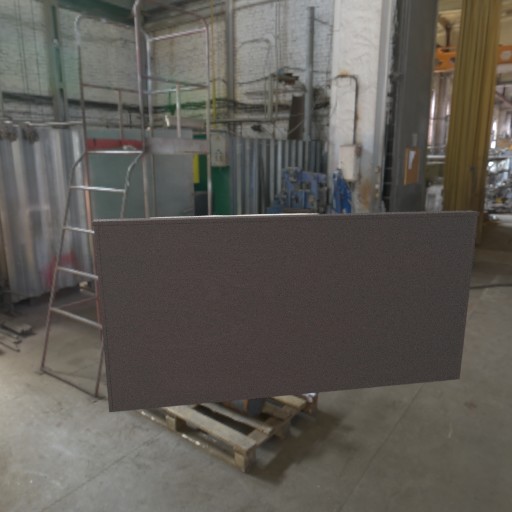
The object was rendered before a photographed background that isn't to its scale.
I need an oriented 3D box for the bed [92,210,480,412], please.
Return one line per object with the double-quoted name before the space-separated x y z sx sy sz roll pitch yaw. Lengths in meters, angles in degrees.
"bed" 0.000 0.000 2.917 1.634 0.808 2.103 -2 13 -10
